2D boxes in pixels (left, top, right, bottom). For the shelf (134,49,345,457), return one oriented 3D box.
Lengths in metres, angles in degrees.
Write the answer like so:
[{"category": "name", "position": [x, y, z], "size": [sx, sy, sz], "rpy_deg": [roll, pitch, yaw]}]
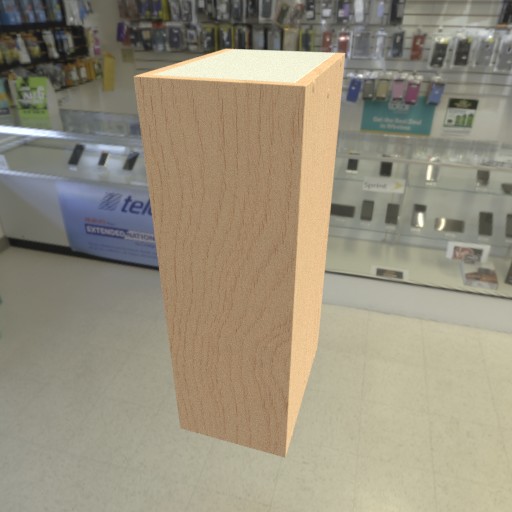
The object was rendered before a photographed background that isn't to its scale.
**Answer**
[{"category": "shelf", "position": [0.000, 0.000, 0.745], "size": [0.200, 0.600, 0.290], "rpy_deg": [9, 32, 15]}]
